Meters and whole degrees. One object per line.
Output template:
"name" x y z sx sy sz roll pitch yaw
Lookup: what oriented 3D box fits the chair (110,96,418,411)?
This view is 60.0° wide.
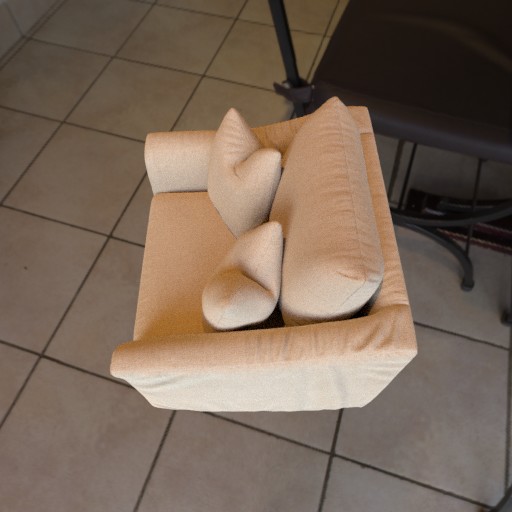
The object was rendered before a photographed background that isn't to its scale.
"chair" 0.000 0.000 2.022 1.071 1.093 1.194 -1 59 0
